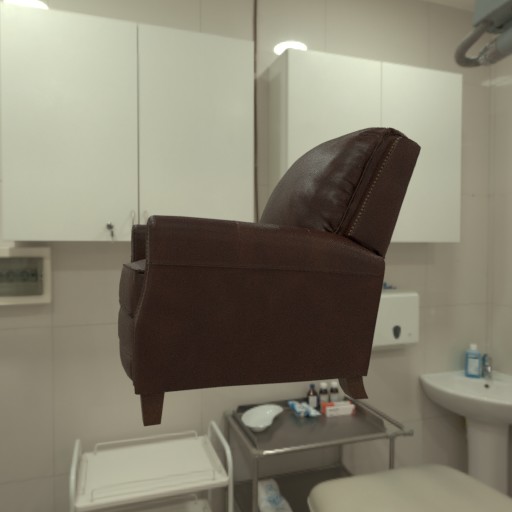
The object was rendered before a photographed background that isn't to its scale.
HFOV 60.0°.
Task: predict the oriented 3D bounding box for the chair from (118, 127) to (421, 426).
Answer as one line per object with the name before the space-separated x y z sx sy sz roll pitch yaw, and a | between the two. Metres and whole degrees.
chair | 0.000 0.000 1.824 1.089 1.022 0.826 -1 2 -19
